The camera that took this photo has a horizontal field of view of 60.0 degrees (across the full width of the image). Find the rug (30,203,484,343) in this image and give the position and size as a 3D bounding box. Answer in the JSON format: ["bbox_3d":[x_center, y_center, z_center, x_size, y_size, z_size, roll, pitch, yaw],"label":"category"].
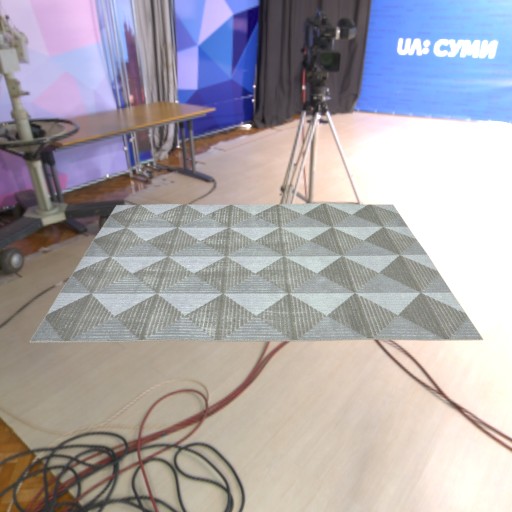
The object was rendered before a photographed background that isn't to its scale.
[{"bbox_3d":[0.000,0.000,4.291,3.333,0.027,2.428,0,31,0],"label":"rug"}]
